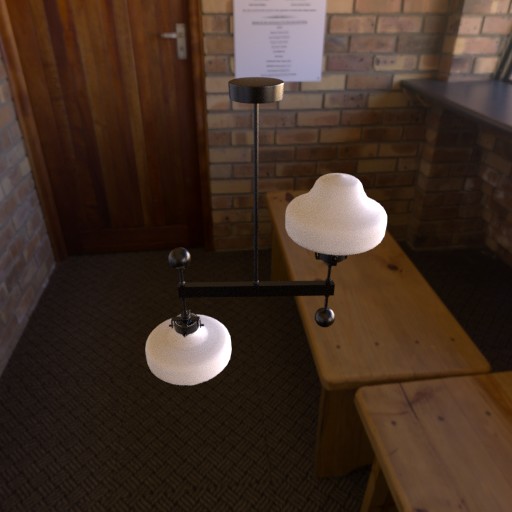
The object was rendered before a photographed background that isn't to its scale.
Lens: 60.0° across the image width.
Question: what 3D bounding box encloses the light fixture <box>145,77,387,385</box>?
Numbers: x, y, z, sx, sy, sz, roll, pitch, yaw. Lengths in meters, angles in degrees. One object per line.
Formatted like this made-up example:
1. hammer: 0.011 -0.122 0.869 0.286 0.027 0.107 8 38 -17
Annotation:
1. light fixture: 0.000 0.000 1.001 0.489 0.743 0.422 -22 37 -33
